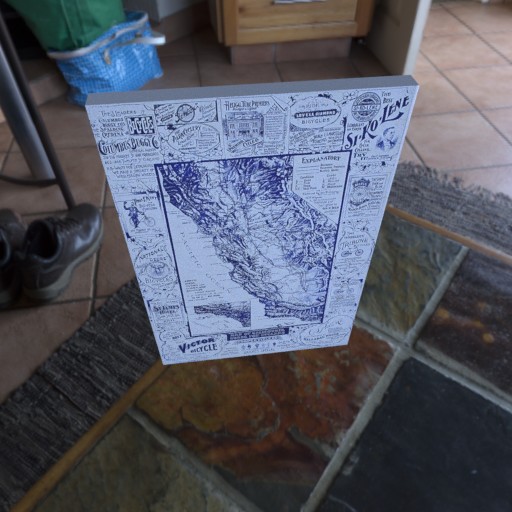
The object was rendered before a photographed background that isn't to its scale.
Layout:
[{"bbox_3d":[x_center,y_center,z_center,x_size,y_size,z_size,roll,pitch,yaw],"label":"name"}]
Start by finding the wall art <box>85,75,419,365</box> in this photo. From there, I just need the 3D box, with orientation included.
[{"bbox_3d":[0.000,0.000,0.959,0.511,0.753,0.039,-5,47,-5],"label":"wall art"}]
